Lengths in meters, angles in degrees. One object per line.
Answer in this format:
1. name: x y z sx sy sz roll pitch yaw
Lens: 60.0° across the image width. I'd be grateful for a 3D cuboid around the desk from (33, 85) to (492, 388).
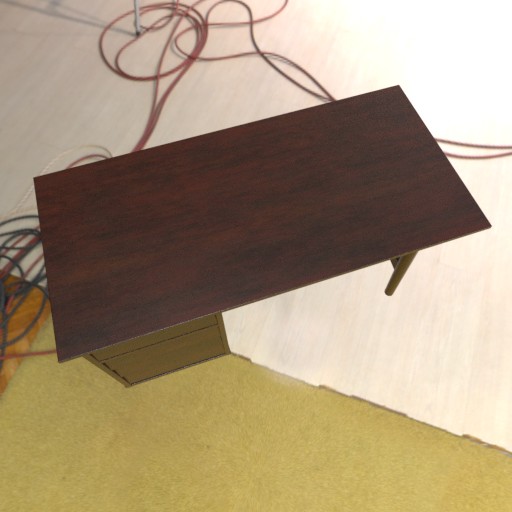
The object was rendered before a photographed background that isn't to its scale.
1. desk: 0.000 0.000 1.695 1.277 0.758 0.612 -17 65 -8
